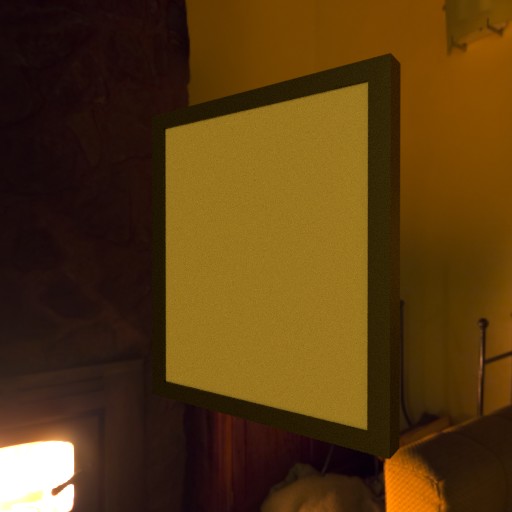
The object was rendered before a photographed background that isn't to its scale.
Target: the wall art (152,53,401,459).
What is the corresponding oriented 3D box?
[{"bbox_3d":[0.000,0.000,0.523,0.330,0.381,0.029,0,1,36],"label":"wall art"}]
